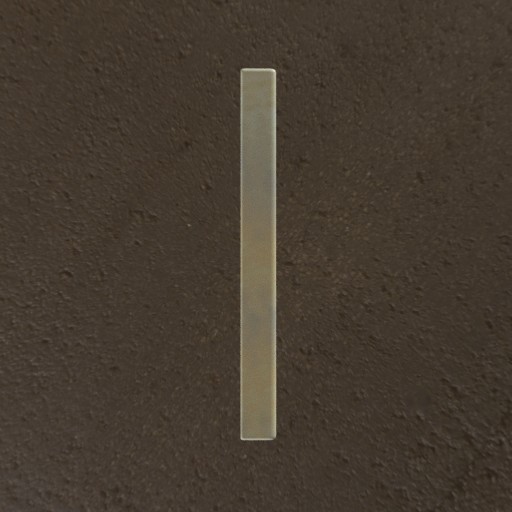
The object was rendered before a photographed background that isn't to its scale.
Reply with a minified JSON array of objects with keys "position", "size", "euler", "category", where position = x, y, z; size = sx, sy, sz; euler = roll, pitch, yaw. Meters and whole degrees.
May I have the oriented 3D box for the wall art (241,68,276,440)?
[{"position":[0.000,0.000,0.781],"size":[0.038,0.610,0.401],"euler":[0,90,0],"category":"wall art"}]
